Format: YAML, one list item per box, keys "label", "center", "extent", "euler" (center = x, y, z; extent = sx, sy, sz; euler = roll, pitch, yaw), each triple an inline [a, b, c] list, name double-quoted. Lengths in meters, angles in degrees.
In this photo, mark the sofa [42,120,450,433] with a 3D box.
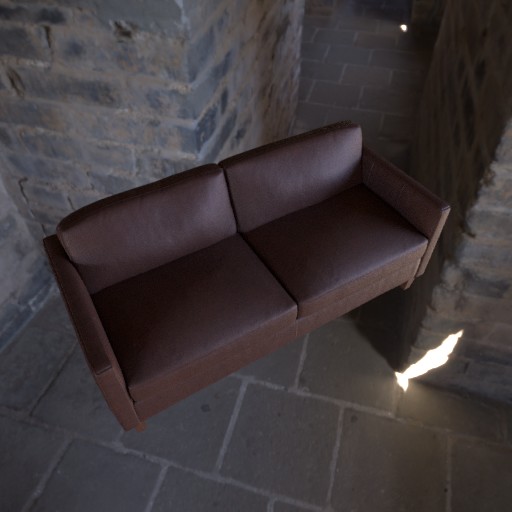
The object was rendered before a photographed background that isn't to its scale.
- label: "sofa"
  center: [0.000, 0.000, 2.456]
  extent: [1.971, 0.863, 0.923]
  euler: [-23, 51, -21]
